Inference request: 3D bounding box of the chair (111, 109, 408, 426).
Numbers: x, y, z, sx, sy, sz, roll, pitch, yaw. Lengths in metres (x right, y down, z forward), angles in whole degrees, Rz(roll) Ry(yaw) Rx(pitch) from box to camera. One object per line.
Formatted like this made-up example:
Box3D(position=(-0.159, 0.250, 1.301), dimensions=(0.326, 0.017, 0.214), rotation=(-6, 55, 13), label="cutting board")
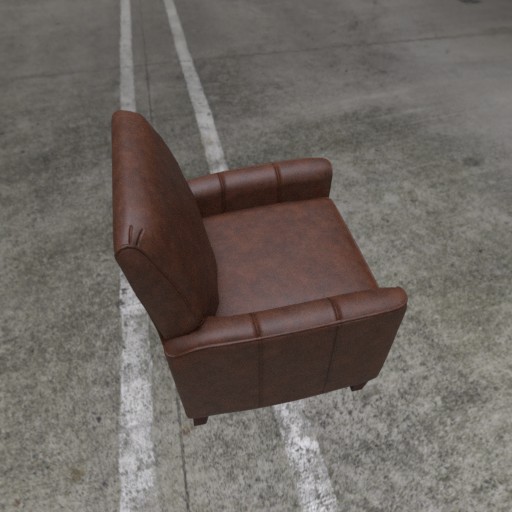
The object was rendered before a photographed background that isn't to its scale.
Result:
Box3D(position=(0.000, 0.000, 1.646), dimensions=(0.850, 1.010, 0.839), rotation=(-10, 48, -9), label="chair")
